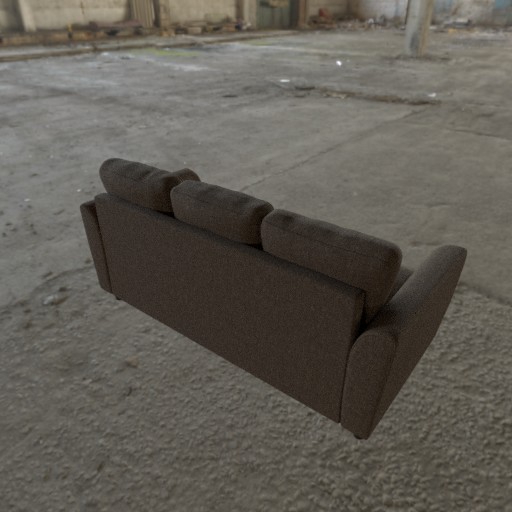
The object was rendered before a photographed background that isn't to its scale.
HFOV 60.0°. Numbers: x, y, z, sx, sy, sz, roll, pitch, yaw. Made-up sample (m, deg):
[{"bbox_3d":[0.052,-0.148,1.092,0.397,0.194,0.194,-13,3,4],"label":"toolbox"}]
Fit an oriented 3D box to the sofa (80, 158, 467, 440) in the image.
[{"bbox_3d":[0.000,0.000,2.334,1.847,0.891,0.837,21,36,32],"label":"sofa"}]
